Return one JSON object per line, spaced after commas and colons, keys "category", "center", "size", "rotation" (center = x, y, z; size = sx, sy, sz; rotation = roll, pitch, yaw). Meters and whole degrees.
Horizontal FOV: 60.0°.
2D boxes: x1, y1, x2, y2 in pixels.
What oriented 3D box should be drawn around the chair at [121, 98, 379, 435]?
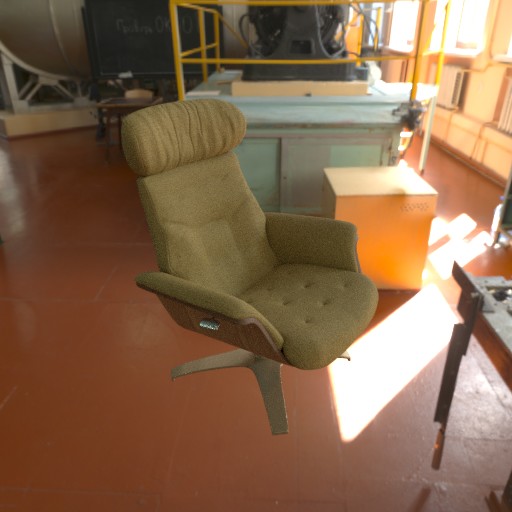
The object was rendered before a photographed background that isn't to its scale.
{"category": "chair", "center": [0.000, 0.000, 1.589], "size": [0.837, 0.995, 0.785], "rotation": [19, 32, 32]}
